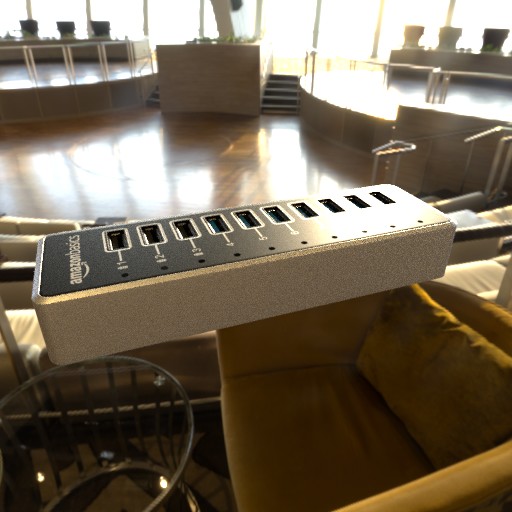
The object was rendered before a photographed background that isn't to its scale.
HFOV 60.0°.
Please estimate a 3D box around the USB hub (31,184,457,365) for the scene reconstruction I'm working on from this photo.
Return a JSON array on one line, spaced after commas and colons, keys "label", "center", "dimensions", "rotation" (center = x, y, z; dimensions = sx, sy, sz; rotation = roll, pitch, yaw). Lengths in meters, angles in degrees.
[{"label": "USB hub", "center": [0.000, 0.000, 0.163], "dimensions": [0.145, 0.023, 0.044], "rotation": [-11, 32, -17]}]
